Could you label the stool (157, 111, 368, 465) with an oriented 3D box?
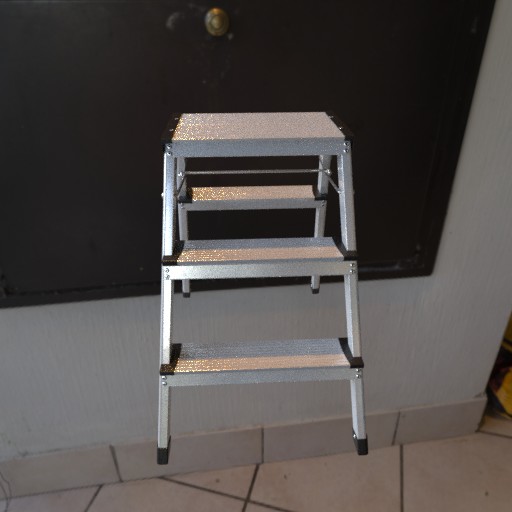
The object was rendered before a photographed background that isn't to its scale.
[{"bbox_3d":[0.000,0.000,1.022,0.437,0.605,0.622,-1,30,-3],"label":"stool"}]
